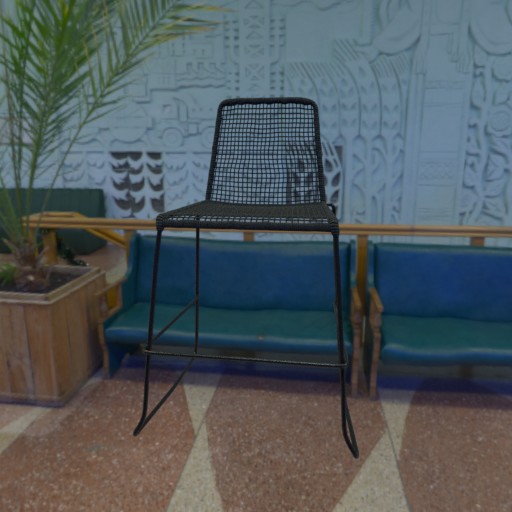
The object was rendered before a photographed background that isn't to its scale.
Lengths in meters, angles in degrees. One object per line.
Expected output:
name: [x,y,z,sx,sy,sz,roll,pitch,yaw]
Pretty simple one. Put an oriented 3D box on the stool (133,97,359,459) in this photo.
stool: [0.000,0.000,1.263,0.590,0.905,0.509,2,14,8]
